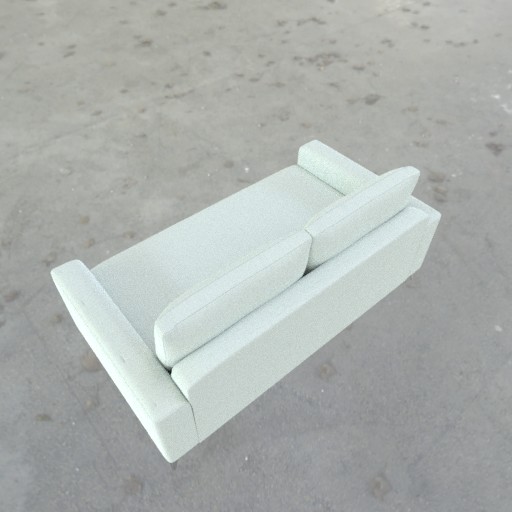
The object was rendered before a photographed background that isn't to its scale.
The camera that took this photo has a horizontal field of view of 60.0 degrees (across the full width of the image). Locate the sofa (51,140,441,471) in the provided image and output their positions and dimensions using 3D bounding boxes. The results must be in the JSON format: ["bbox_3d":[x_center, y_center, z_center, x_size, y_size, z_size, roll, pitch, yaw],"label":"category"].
[{"bbox_3d":[0.000,0.000,2.147,1.650,0.790,0.920,-31,54,-26],"label":"sofa"}]
